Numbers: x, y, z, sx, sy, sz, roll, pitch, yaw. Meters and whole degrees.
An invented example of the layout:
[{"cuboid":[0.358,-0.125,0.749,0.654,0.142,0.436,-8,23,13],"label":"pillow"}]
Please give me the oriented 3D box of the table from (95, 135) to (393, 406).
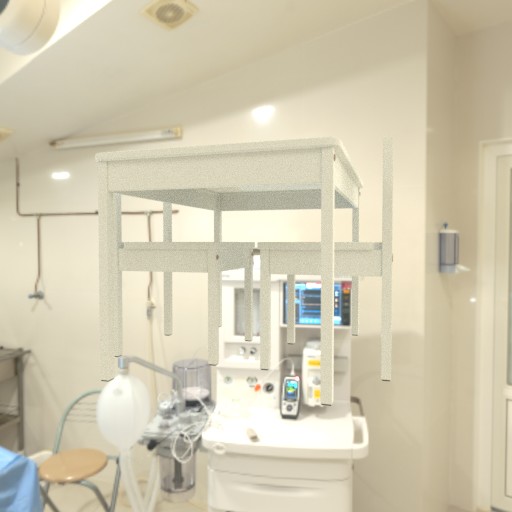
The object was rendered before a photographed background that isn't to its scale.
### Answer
[{"cuboid":[0.000,0.000,1.138,0.672,0.503,0.650,1,2,17],"label":"table"}]
